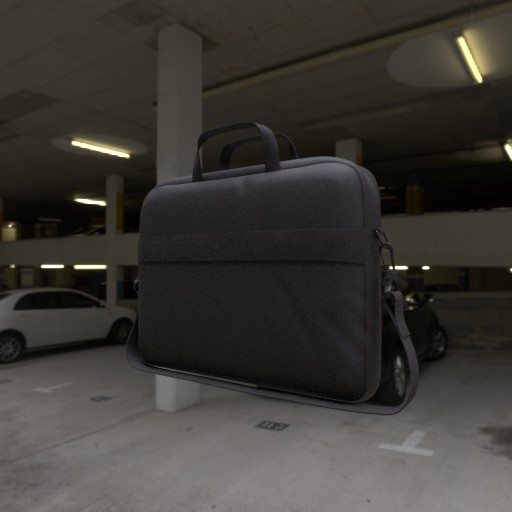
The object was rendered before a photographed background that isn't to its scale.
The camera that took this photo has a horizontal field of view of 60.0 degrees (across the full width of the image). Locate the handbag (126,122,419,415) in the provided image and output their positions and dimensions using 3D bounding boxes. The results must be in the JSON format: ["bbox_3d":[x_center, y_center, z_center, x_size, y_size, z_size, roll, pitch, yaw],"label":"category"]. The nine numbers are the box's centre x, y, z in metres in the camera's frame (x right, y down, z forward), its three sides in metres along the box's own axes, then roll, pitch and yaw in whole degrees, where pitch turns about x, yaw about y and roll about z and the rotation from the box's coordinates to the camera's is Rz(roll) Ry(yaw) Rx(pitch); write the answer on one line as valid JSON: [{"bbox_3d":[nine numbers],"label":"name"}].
[{"bbox_3d":[0.000,0.000,0.438,0.320,0.244,0.089,-1,-1,34],"label":"handbag"}]
